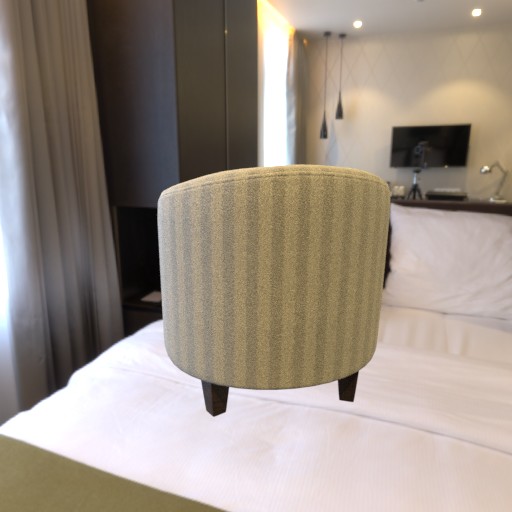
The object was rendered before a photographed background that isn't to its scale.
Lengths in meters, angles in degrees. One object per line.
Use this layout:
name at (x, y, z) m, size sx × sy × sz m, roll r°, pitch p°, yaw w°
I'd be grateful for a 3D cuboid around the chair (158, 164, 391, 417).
chair at (0.000, 0.000, 1.792) m, size 0.756 × 0.757 × 1.288 m, roll -2°, pitch 13°, yaw -10°
